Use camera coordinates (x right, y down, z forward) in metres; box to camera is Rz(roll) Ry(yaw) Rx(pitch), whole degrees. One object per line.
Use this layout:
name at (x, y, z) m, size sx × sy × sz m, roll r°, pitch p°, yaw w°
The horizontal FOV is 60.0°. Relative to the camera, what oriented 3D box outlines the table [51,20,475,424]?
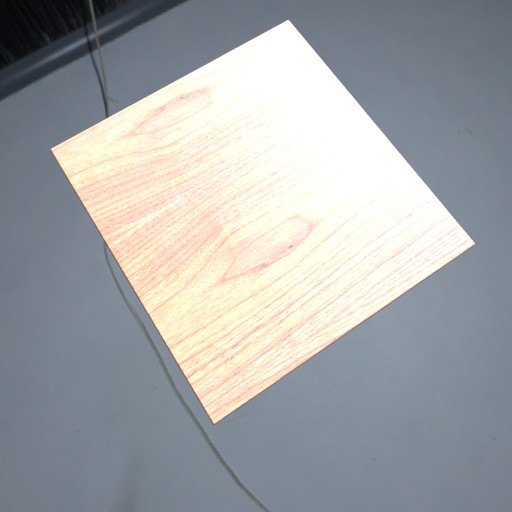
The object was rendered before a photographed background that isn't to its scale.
table at (0.000, 0.000, 0.842) m, size 0.384 × 0.567 × 0.411 m, roll -32°, pitch 77°, yaw -9°
